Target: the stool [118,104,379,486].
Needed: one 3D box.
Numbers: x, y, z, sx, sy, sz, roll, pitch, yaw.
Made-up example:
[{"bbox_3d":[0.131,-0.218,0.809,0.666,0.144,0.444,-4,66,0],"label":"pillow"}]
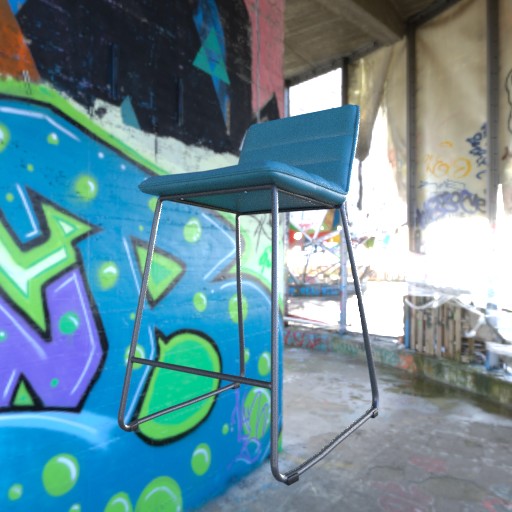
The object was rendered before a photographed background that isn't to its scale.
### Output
[{"bbox_3d":[0.000,0.000,1.155,0.489,0.866,0.524,0,-1,34],"label":"stool"}]
